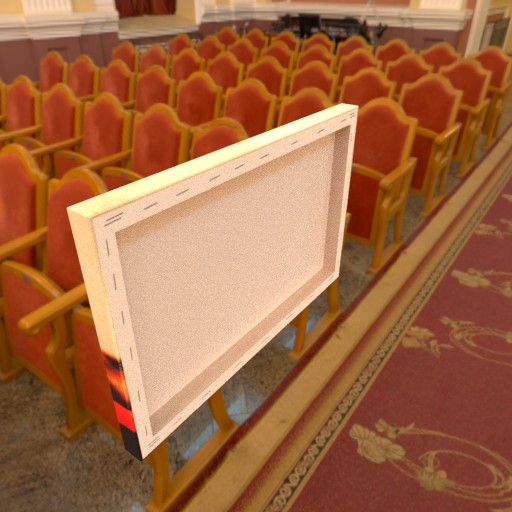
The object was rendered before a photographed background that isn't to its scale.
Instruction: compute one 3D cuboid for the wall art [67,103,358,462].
[{"bbox_3d":[0.000,0.000,0.769,0.040,0.402,0.613,21,37,31],"label":"wall art"}]
